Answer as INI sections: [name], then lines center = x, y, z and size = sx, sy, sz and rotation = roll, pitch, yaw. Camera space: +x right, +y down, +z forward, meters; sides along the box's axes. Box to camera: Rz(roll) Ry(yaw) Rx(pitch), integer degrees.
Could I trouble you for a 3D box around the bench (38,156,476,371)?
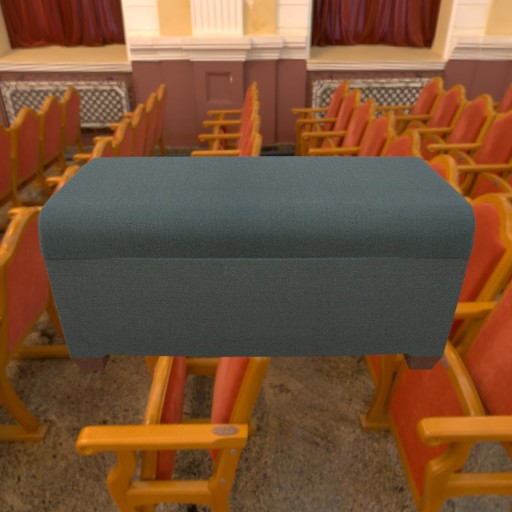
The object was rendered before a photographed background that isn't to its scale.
[bench]
center = 0.000, 0.000, 1.244
size = 0.995, 0.474, 0.476
rotation = 0, 29, 0
